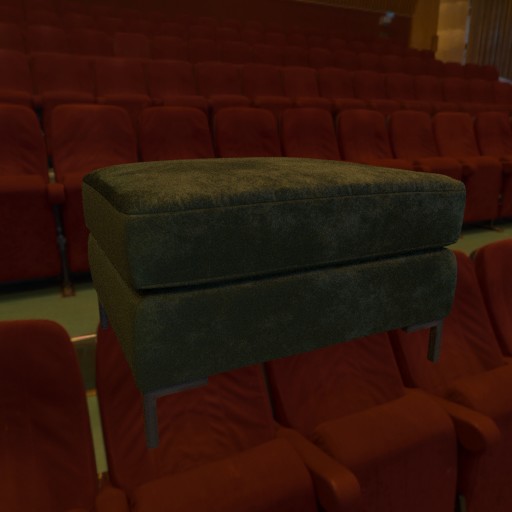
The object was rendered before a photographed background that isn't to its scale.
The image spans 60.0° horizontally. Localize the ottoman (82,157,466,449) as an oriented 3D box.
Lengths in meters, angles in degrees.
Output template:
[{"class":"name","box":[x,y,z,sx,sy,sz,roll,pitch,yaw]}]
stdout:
[{"class":"ottoman","box":[0.000,0.000,1.257,0.839,0.538,0.701,-7,17,-26]}]
